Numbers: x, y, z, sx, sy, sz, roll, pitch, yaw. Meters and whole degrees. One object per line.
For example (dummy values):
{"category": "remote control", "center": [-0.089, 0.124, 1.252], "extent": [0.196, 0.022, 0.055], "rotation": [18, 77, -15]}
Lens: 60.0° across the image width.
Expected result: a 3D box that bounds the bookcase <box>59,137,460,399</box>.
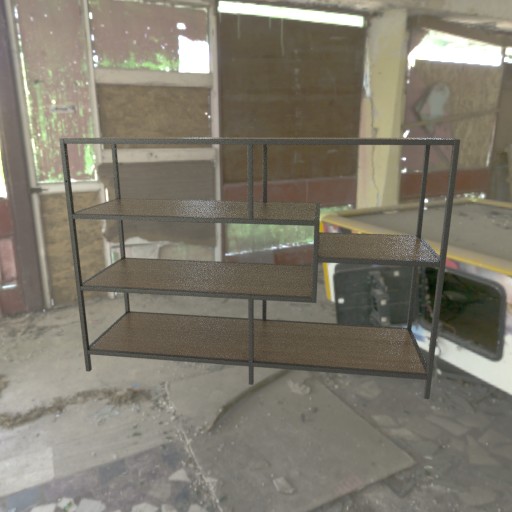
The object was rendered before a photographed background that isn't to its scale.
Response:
{"category": "bookcase", "center": [0.000, 0.000, 1.517], "extent": [1.140, 0.780, 0.350], "rotation": [2, 16, 8]}
